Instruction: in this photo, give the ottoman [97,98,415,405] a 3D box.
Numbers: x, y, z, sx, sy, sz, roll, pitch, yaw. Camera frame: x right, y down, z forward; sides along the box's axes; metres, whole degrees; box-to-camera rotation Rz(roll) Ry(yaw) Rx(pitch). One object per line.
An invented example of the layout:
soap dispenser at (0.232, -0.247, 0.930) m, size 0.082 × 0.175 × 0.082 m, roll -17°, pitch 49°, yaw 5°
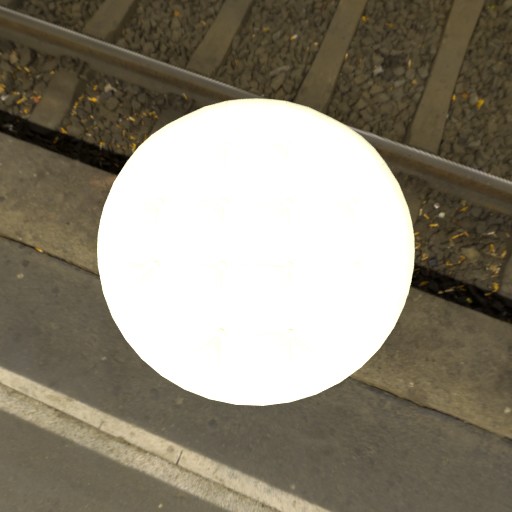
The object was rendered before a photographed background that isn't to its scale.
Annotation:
ottoman at (0.000, 0.000, 1.357) m, size 0.850 × 0.483 × 0.850 m, roll 0°, pitch 75°, yaw 0°
